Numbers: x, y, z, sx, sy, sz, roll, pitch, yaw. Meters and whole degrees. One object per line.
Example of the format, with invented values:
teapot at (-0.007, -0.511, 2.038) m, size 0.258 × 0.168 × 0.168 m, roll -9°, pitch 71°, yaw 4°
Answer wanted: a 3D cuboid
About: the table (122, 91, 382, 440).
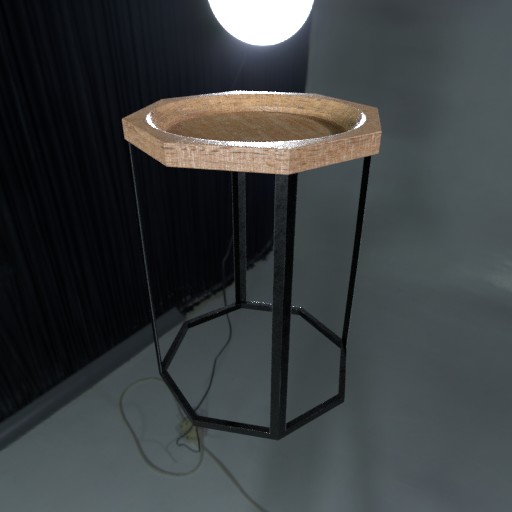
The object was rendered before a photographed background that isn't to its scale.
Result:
table at (0.000, 0.000, 0.882) m, size 0.437 × 0.553 × 0.437 m, roll 18°, pitch 35°, yaw 29°
